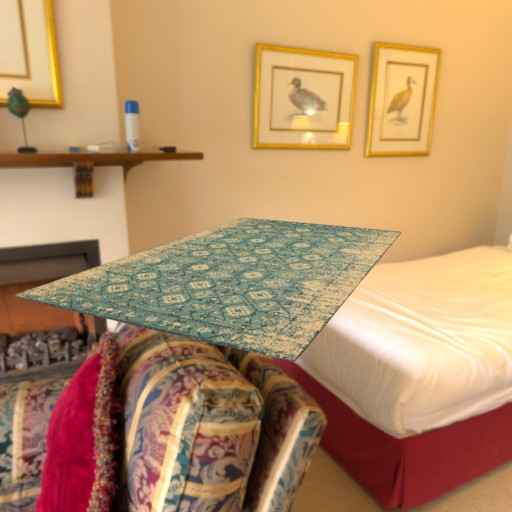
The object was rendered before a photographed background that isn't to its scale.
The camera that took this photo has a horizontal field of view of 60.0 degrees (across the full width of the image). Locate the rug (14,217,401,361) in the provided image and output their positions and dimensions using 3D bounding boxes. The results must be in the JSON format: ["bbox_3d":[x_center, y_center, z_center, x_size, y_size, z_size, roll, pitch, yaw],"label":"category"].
[{"bbox_3d":[0.000,0.000,2.153,1.102,0.008,1.795,7,17,25],"label":"rug"}]
